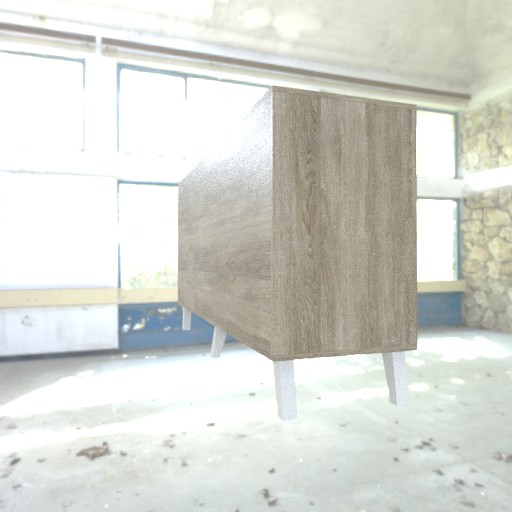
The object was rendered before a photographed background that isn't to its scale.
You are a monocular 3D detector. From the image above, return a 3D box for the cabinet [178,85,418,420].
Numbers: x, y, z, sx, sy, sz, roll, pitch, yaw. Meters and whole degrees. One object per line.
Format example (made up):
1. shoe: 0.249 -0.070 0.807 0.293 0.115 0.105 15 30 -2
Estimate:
1. cabinet: 0.000 0.000 1.974 0.450 0.870 1.600 0 -1 -19
